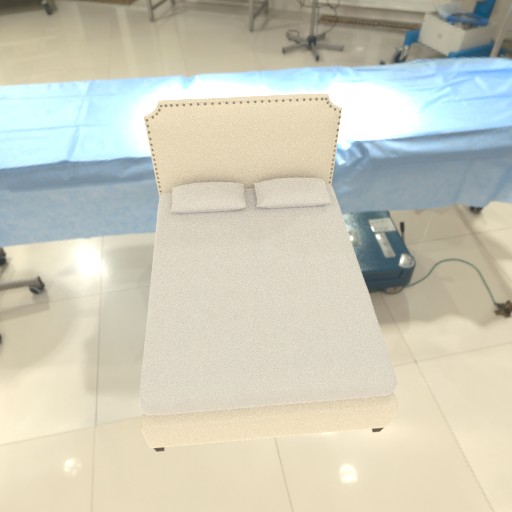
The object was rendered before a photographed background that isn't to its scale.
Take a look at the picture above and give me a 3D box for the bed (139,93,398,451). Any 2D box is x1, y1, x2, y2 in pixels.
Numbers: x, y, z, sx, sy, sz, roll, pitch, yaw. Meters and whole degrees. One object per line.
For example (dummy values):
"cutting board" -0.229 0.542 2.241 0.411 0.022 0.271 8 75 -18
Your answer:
"bed" 0.000 0.000 3.462 1.712 1.497 2.372 -4 47 -3
